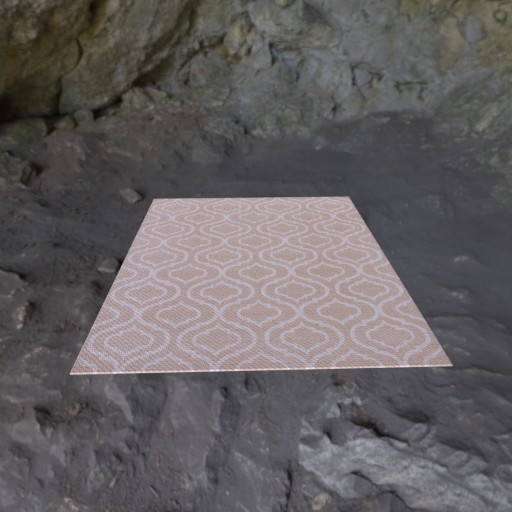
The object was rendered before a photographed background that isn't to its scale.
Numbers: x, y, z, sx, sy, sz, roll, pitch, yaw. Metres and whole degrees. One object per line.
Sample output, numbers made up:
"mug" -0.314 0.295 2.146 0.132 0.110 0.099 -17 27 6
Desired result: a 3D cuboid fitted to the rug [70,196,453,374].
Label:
"rug" 0.000 0.000 3.918 2.286 0.013 2.894 -1 28 -2
